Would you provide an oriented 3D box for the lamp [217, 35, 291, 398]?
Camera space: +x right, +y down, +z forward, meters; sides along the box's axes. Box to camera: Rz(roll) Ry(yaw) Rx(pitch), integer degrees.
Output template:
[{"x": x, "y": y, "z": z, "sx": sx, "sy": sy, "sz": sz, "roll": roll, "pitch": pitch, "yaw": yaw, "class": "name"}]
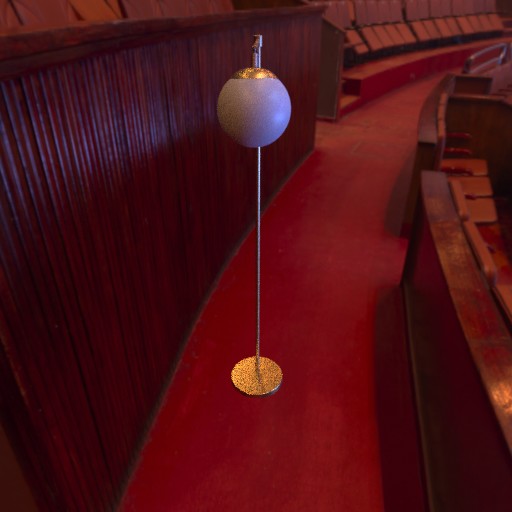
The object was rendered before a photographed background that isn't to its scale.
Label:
[{"x": 0.000, "y": 0.000, "z": 1.709, "sx": 0.249, "sy": 1.505, "sz": 0.476, "roll": 1, "pitch": 31, "yaw": 2, "class": "lamp"}]
